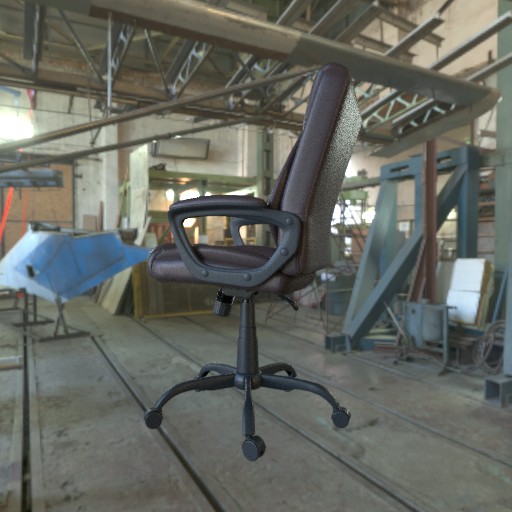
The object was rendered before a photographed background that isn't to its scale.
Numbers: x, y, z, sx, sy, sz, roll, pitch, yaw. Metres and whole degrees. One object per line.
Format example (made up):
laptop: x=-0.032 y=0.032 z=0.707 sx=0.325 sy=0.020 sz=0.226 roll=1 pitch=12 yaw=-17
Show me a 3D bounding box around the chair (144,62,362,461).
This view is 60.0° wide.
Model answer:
chair: x=0.000 y=0.000 z=1.469 sx=0.655 sy=1.072 sz=0.615 roll=0 pitch=1 yaw=17
